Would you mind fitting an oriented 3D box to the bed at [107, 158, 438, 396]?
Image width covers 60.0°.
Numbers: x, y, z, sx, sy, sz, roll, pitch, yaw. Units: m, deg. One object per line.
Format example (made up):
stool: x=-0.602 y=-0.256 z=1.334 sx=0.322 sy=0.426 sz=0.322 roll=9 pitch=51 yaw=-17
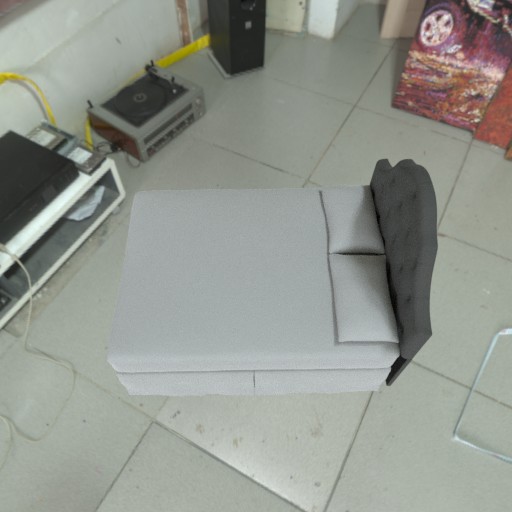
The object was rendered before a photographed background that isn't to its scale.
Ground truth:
bed: x=0.000 y=0.000 z=3.341 sx=2.155 sy=1.575 sz=1.636 roll=-1 pitch=57 yaw=-1
